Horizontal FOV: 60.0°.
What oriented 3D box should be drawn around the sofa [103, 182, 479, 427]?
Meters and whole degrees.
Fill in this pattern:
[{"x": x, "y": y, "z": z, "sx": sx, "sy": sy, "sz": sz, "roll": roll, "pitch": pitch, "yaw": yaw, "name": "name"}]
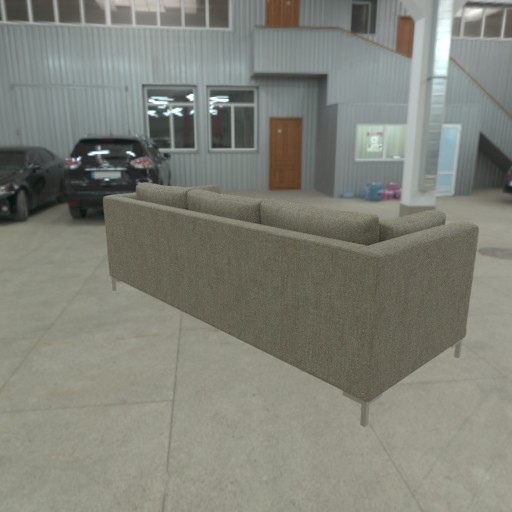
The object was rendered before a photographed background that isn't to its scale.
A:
[{"x": 0.000, "y": 0.000, "z": 2.916, "sx": 0.969, "sy": 0.867, "sz": 2.415, "roll": -13, "pitch": 20, "yaw": -41, "name": "sofa"}]
